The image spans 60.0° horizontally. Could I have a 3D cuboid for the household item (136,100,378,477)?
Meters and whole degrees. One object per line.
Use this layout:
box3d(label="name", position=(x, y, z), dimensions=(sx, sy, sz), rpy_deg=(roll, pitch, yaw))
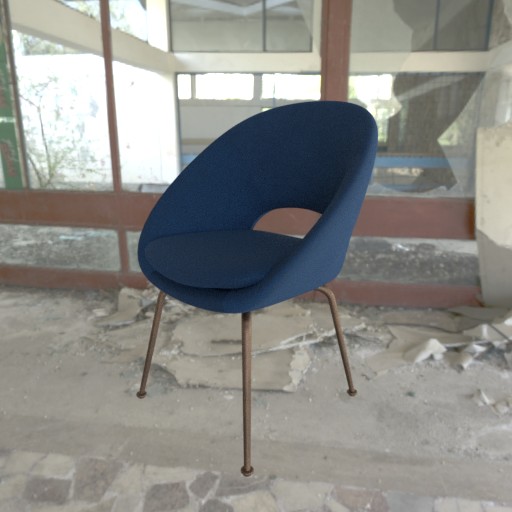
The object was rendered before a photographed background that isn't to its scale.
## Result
box3d(label="household item", position=(0.000, 0.000, 1.252), dimensions=(0.623, 0.852, 0.573), rpy_deg=(15, 21, 42))
